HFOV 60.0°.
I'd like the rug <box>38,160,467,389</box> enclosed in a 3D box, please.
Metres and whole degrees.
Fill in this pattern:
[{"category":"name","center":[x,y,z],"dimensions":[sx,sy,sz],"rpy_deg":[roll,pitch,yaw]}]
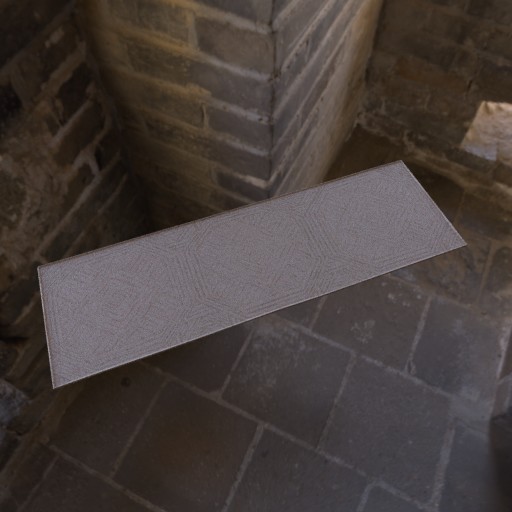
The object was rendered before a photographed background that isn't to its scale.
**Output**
[{"category":"rug","center":[0.000,0.000,2.646],"dimensions":[2.452,0.012,0.775],"rpy_deg":[-18,59,-11]}]
